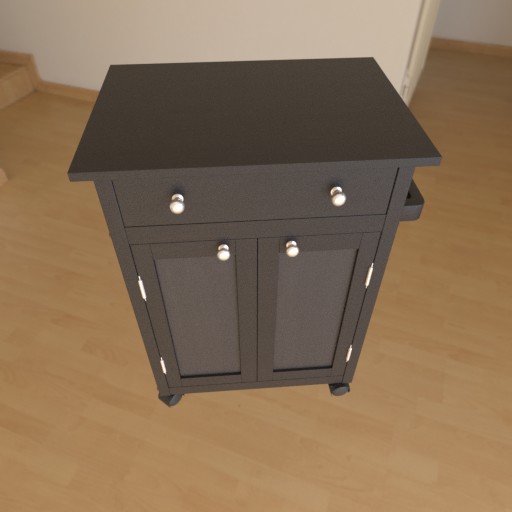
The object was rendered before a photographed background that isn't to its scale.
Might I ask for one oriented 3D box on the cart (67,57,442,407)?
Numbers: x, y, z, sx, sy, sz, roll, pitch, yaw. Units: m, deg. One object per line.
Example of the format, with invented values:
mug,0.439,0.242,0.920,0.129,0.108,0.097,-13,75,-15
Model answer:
cart,0.000,0.000,1.219,0.660,0.879,0.456,-3,45,-3
